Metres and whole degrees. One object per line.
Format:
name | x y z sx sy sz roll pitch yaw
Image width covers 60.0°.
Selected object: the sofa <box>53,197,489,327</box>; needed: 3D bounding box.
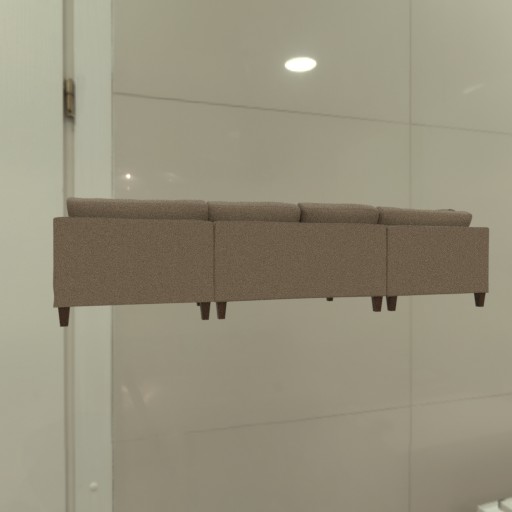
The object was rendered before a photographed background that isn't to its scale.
sofa | 0.000 0.000 4.412 3.438 0.865 2.424 0 0 -18
